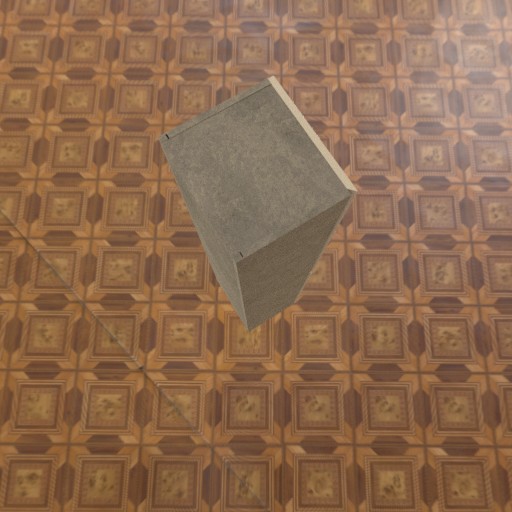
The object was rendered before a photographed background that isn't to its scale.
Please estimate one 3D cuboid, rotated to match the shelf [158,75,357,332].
[{"bbox_3d":[0.000,0.000,1.534,0.270,1.400,0.300,-31,77,-8],"label":"shelf"}]
